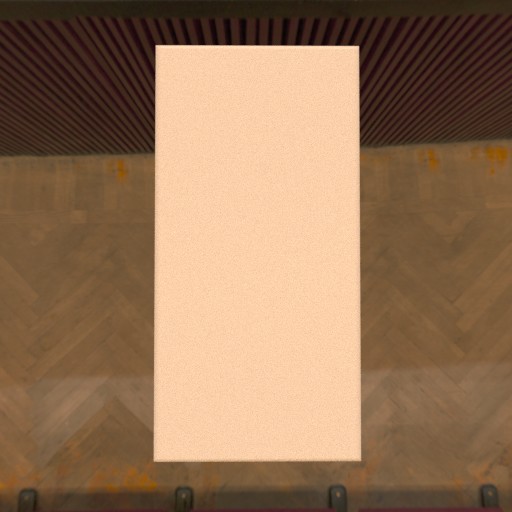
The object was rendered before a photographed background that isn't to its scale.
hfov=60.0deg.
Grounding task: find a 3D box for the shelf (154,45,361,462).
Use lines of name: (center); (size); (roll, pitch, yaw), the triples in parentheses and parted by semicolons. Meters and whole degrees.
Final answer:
shelf: (0.000, 0.000, 1.235); (0.390, 0.786, 0.790); (0, 89, 0)
